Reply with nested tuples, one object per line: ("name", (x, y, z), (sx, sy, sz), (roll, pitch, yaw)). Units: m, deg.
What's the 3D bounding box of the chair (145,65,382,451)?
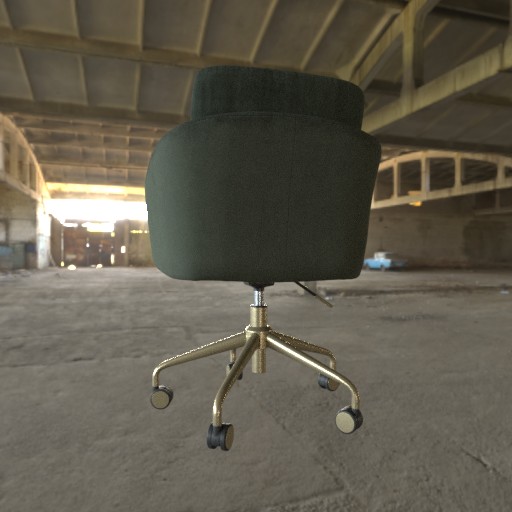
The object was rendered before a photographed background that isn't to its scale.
("chair", (0.000, 0.000, 1.351), (0.641, 0.908, 0.635), (0, 1, -17))
